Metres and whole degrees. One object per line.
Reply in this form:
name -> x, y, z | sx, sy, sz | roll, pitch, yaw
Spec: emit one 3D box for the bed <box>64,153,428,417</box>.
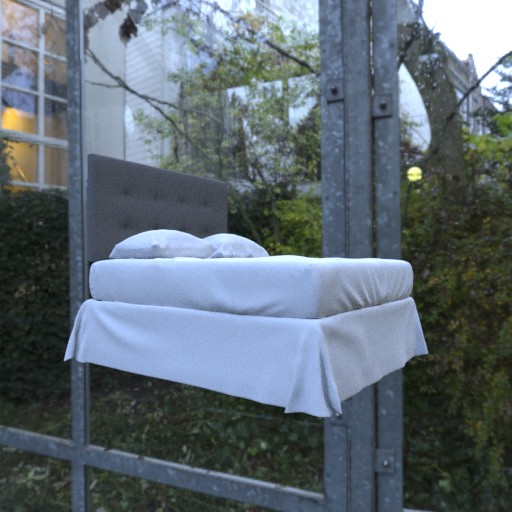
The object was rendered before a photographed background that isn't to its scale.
bed -> 0.000, 0.000, 3.470 | 2.222, 1.577, 1.936 | 0, 0, 36
